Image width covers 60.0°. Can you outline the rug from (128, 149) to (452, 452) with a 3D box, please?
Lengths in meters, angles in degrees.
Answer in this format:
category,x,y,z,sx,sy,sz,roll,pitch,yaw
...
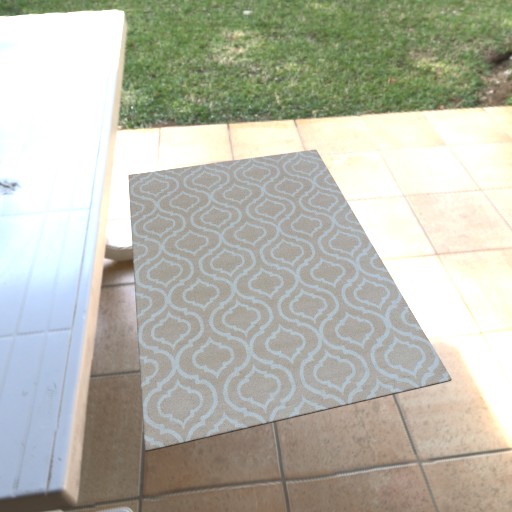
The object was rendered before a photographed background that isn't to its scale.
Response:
category,x,y,z,sx,sy,sz,roll,pitch,yaw
rug,0.000,0.000,2.820,1.524,0.010,2.134,-10,47,-9
